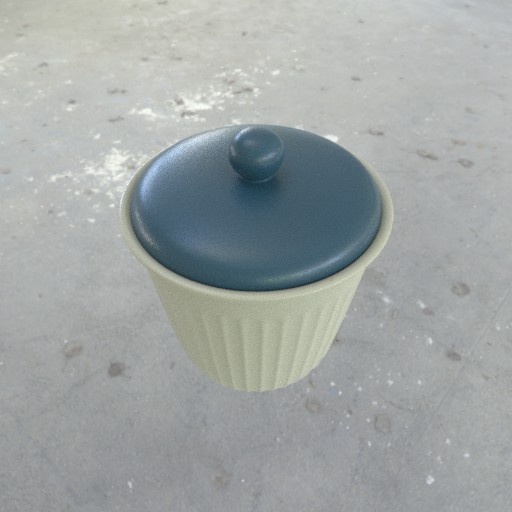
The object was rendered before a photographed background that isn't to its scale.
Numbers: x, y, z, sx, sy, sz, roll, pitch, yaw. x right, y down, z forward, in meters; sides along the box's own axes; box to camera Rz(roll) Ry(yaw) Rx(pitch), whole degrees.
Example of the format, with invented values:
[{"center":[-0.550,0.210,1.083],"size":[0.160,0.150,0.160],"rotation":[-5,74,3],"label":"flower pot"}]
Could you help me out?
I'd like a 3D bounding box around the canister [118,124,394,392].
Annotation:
[{"center":[0.000,0.000,0.339],"size":[0.181,0.211,0.181],"rotation":[0,45,0],"label":"canister"}]
